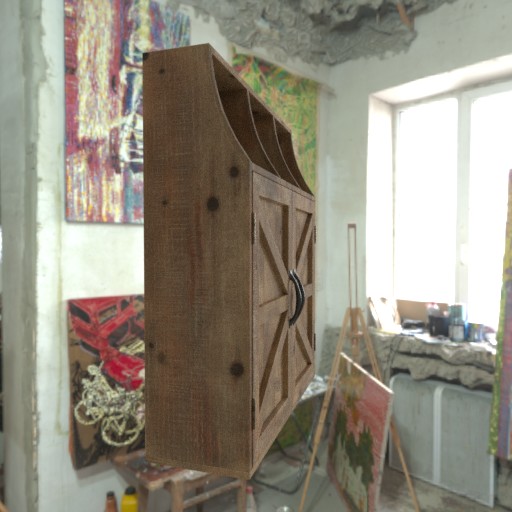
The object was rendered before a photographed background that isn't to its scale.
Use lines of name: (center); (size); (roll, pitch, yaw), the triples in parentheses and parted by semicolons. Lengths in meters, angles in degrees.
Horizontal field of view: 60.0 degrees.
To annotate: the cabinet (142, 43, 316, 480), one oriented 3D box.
cabinet: (0.000, 0.000, 0.843); (0.184, 0.590, 0.489); (1, 2, 18)
